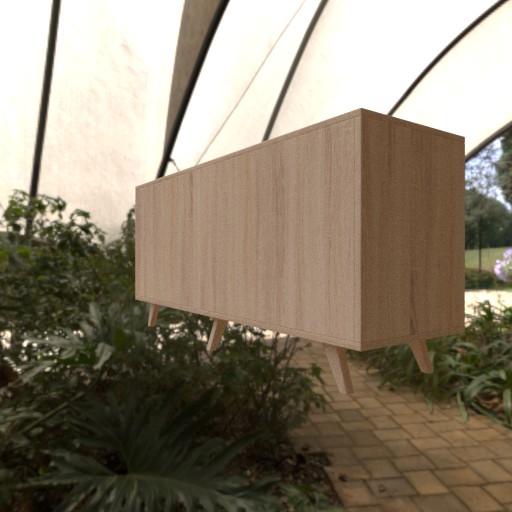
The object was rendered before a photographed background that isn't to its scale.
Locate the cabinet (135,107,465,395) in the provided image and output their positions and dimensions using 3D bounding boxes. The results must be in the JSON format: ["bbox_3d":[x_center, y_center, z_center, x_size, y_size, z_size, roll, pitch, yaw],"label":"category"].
[{"bbox_3d":[0.000,0.000,1.972,0.500,0.780,1.650,0,0,-35],"label":"cabinet"}]
